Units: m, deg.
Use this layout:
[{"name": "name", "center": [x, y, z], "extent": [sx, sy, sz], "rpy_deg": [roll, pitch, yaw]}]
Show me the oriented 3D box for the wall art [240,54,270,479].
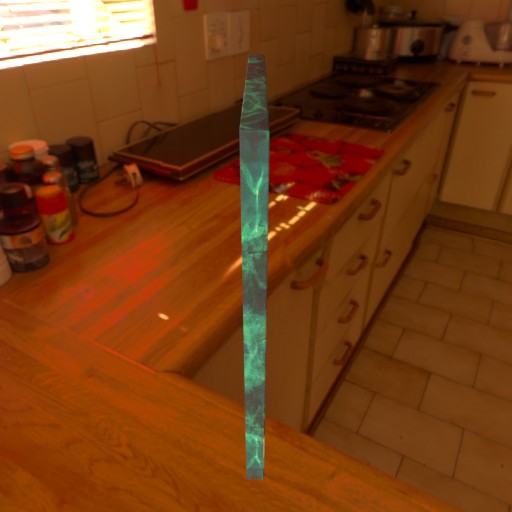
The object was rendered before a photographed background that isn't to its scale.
[{"name": "wall art", "center": [0.000, 0.000, 1.014], "extent": [0.038, 0.760, 0.609], "rpy_deg": [0, 33, 0]}]
